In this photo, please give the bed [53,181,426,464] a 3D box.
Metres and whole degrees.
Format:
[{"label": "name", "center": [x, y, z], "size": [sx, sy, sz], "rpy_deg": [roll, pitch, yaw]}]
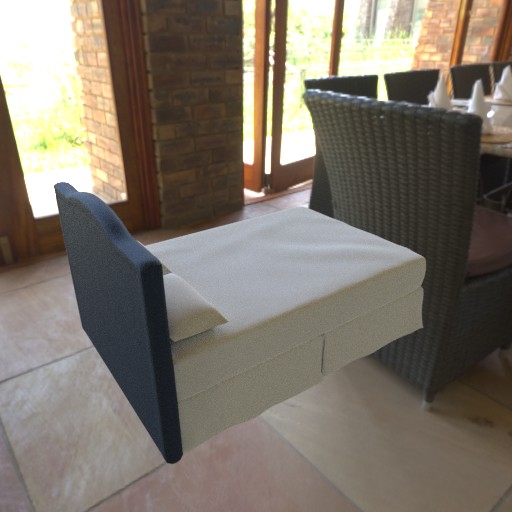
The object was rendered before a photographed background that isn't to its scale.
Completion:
[{"label": "bed", "center": [0.000, 0.000, 3.585], "size": [2.507, 1.441, 1.741], "rpy_deg": [-17, 31, -32]}]
